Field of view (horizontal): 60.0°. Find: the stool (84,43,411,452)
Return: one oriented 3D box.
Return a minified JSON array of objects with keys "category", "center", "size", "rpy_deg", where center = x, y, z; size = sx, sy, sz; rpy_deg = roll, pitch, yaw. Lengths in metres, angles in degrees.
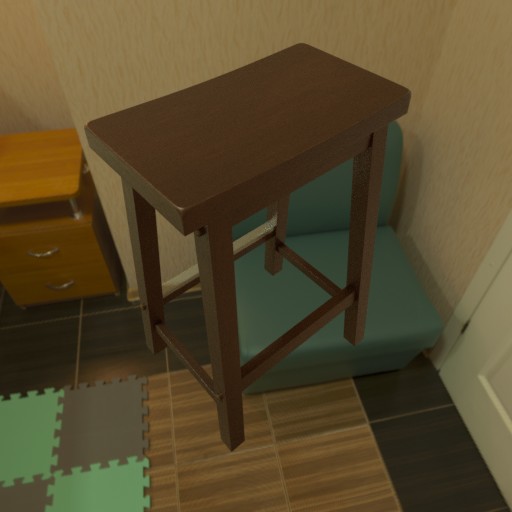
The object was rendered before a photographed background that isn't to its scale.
[{"category":"stool","center":[0.000,0.000,0.834],"size":[0.406,0.610,0.322],"rpy_deg":[-32,55,-26]}]
